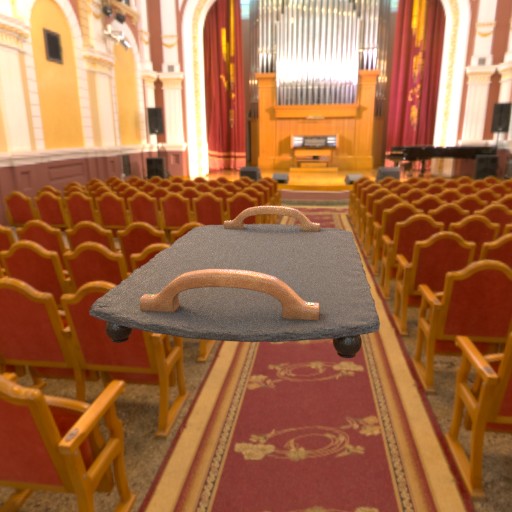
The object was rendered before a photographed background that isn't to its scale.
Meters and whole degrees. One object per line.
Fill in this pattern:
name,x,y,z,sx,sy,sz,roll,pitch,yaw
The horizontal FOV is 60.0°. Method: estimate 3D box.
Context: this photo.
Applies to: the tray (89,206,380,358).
tray,0.000,0.000,0.486,0.231,0.062,0.387,2,16,8
